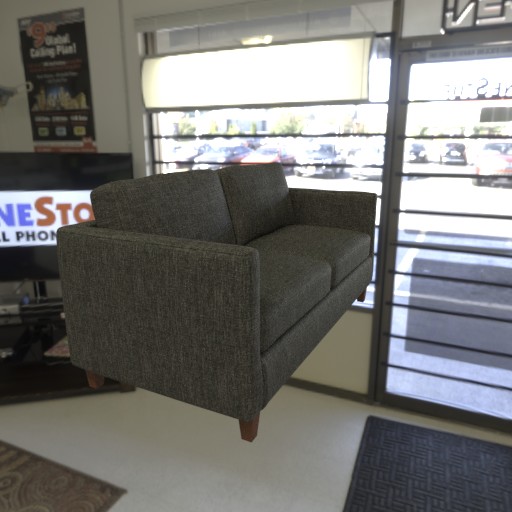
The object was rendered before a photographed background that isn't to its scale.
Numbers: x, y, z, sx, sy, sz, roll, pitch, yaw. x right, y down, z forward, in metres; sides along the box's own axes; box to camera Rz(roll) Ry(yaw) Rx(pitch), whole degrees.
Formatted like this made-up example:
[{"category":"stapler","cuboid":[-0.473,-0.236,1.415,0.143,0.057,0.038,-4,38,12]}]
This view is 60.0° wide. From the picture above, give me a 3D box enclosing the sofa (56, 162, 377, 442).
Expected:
[{"category":"sofa","cuboid":[0.000,0.000,2.487,0.950,0.963,1.884,8,17,26]}]
